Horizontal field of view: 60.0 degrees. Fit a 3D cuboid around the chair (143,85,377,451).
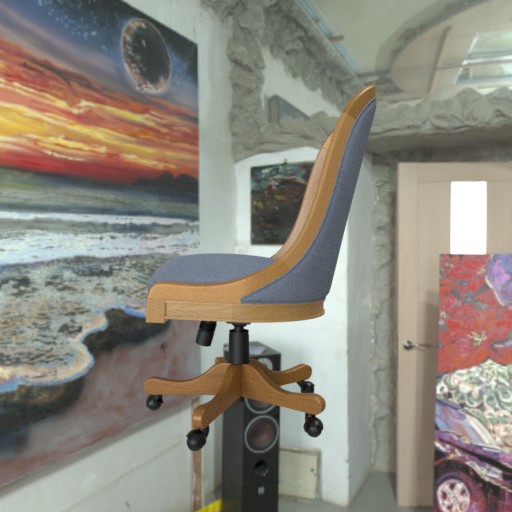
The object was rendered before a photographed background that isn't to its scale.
[{"bbox_3d":[0.000,0.000,1.447,0.735,1.031,0.605,0,1,1],"label":"chair"}]
